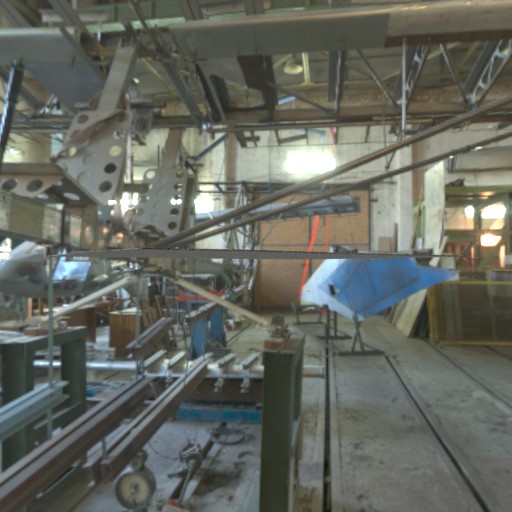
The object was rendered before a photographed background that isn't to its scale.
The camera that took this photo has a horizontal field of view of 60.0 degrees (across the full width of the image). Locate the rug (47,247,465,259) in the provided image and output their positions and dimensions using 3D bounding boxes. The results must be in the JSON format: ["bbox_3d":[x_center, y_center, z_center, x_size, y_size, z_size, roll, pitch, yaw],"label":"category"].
[{"bbox_3d":[0.000,0.000,5.307,4.093,0.020,2.997,1,-2,-36],"label":"rug"}]
